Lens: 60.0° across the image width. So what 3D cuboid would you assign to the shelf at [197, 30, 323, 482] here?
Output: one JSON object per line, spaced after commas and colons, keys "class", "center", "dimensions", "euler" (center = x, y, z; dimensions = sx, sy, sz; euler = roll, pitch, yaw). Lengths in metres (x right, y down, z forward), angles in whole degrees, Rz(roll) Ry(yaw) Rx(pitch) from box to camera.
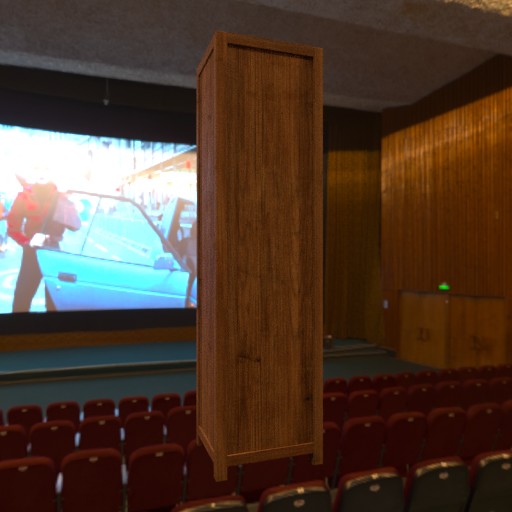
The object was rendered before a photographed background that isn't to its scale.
{"class": "shelf", "center": [0.000, 0.000, 2.146], "dimensions": [0.500, 1.900, 0.428], "euler": [0, 0, -19]}
